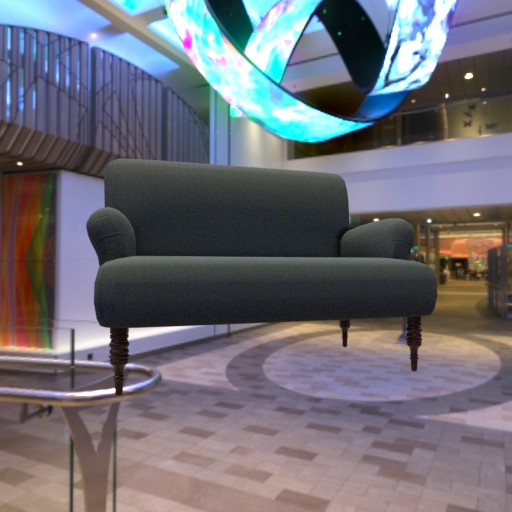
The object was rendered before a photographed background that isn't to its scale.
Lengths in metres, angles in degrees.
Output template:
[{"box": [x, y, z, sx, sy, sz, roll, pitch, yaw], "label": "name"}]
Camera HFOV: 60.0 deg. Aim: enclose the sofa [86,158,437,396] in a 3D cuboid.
[{"box": [0.000, 0.000, 1.831, 1.297, 0.889, 0.779, 0, -2, -18], "label": "sofa"}]
